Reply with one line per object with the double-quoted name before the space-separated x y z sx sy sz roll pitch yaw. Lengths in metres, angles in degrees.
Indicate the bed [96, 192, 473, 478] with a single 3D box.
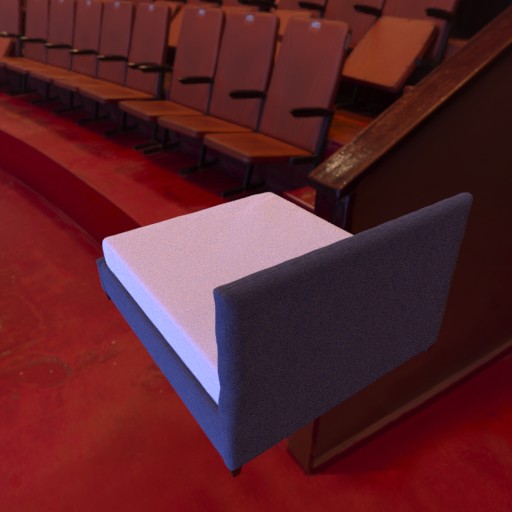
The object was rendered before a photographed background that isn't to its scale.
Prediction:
"bed" 0.000 0.000 3.729 2.078 1.427 2.387 -20 36 -30
